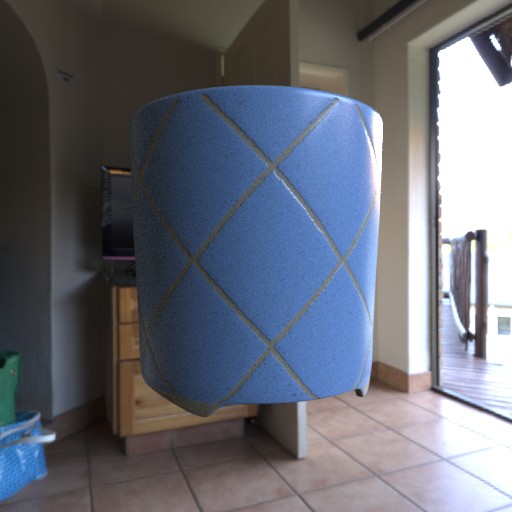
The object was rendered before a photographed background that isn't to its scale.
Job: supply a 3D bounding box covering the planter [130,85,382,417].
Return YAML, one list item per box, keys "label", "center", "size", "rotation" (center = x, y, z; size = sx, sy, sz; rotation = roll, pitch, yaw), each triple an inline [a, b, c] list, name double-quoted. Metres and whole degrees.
- label: "planter"
  center: [0.000, 0.000, 0.415]
  size: [0.227, 0.235, 0.227]
  rotation: [0, 0, 0]
